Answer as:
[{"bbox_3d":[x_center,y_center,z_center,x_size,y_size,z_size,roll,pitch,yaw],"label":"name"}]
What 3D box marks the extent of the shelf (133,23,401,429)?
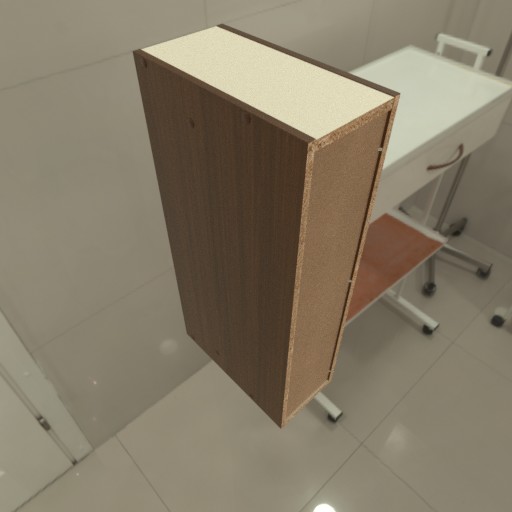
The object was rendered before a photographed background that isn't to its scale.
[{"bbox_3d":[0.000,0.000,0.717,0.147,0.600,0.290,-34,54,-29],"label":"shelf"}]
